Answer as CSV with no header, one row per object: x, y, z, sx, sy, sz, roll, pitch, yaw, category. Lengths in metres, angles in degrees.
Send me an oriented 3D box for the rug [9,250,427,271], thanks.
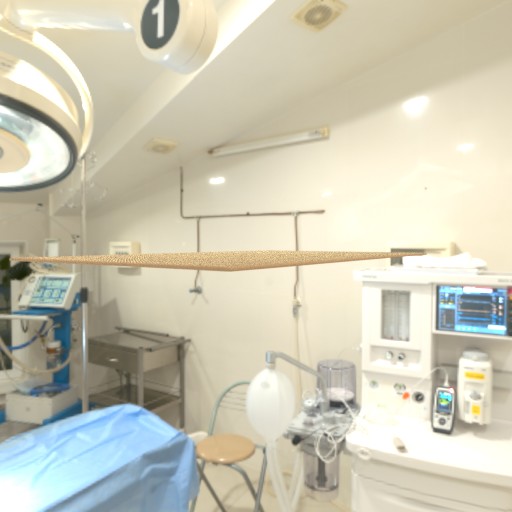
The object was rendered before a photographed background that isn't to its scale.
0.000,0.000,2.004,1.061,0.012,1.668,1,2,36,rug
